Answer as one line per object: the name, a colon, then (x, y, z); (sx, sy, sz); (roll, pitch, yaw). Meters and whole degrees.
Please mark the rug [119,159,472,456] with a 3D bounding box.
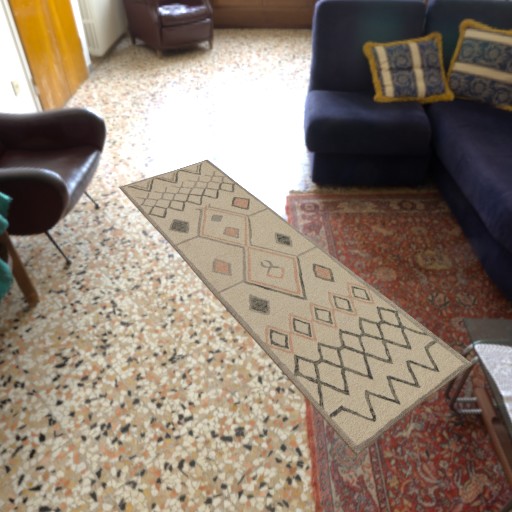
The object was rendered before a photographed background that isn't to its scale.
rug: (0.000, 0.000, 2.656); (0.750, 0.011, 2.435); (-24, 46, -26)
